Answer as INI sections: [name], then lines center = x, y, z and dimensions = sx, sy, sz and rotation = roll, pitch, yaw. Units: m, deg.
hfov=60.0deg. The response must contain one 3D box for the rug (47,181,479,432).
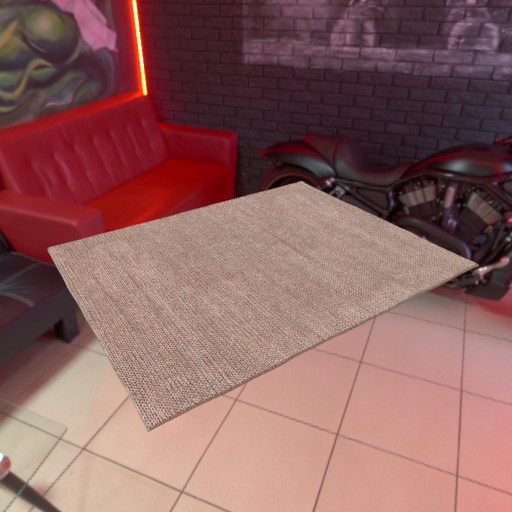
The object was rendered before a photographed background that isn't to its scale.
[rug]
center = 0.000, 0.000, 3.981
dimensions = 3.052, 0.030, 2.429
rotation = -19, 35, -29
